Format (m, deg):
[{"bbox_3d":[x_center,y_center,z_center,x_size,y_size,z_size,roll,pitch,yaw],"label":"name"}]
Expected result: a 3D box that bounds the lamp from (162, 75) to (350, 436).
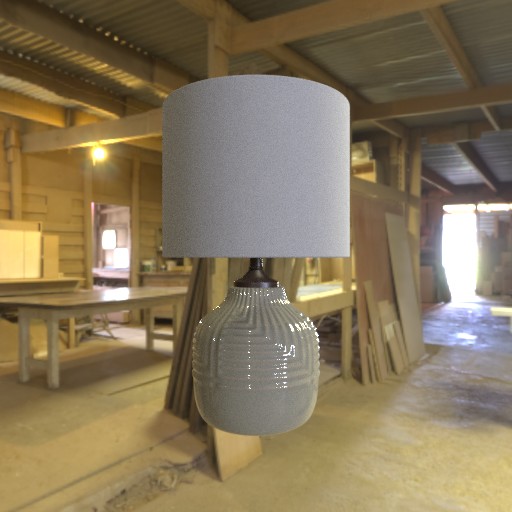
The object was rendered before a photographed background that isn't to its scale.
[{"bbox_3d":[0.000,0.000,0.768,0.318,0.567,0.318,0,0,0],"label":"lamp"}]
